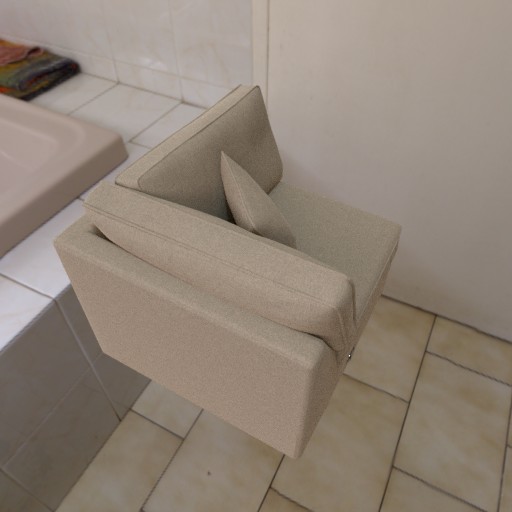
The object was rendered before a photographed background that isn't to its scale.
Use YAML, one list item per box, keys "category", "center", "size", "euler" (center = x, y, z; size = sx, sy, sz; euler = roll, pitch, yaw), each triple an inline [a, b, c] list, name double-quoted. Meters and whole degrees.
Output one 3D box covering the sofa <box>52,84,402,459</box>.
- category: "sofa"
  center: [0.000, 0.000, 1.994]
  size: [1.084, 1.002, 1.146]
  euler: [22, 50, 20]
